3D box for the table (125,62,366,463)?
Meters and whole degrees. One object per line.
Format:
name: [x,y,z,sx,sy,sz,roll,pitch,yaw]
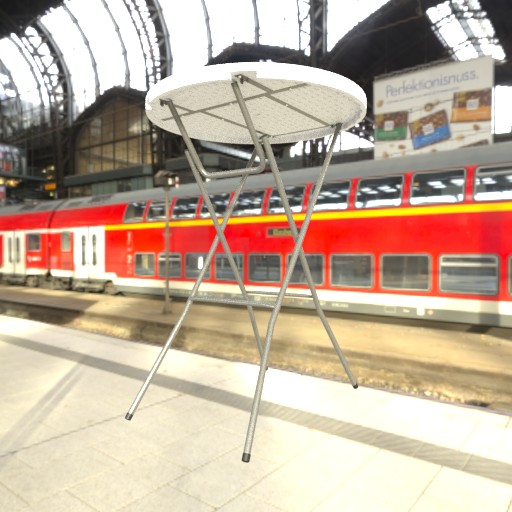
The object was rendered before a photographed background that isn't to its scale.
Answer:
table: [0.000,0.000,1.649,0.792,1.105,0.795,1,1,36]
